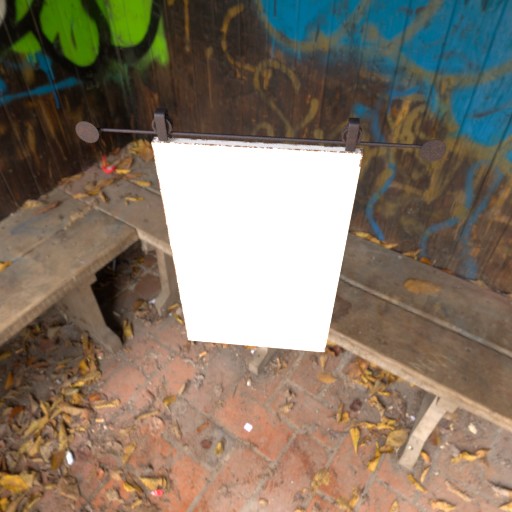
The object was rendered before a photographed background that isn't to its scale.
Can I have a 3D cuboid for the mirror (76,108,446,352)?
[{"bbox_3d":[0.000,0.000,1.235,0.808,0.844,0.037,4,45,4],"label":"mirror"}]
